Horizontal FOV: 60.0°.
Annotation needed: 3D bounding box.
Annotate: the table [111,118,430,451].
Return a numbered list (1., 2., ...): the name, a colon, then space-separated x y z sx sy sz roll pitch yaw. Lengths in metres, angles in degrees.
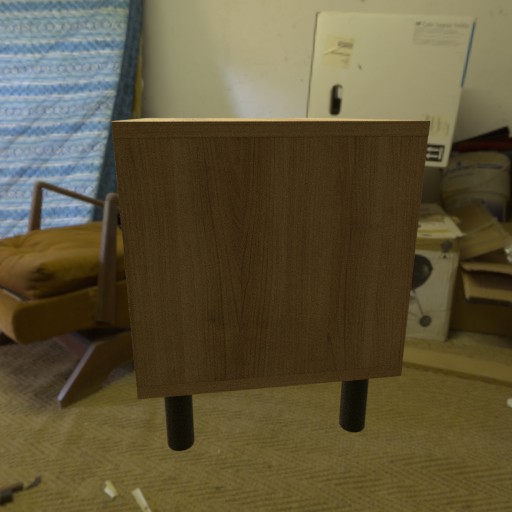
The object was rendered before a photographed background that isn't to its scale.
1. table: 0.000 0.000 0.780 0.380 0.460 0.445 -3 18 -8
